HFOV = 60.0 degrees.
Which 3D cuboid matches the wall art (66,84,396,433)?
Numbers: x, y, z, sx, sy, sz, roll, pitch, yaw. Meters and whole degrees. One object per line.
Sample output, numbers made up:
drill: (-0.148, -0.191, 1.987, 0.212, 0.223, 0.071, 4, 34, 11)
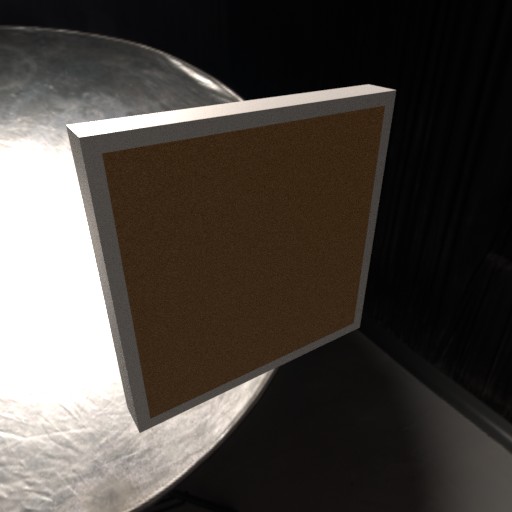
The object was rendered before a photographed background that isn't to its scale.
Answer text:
wall art: (0.000, 0.000, 0.457, 0.305, 0.302, 0.038, -18, 35, -28)
